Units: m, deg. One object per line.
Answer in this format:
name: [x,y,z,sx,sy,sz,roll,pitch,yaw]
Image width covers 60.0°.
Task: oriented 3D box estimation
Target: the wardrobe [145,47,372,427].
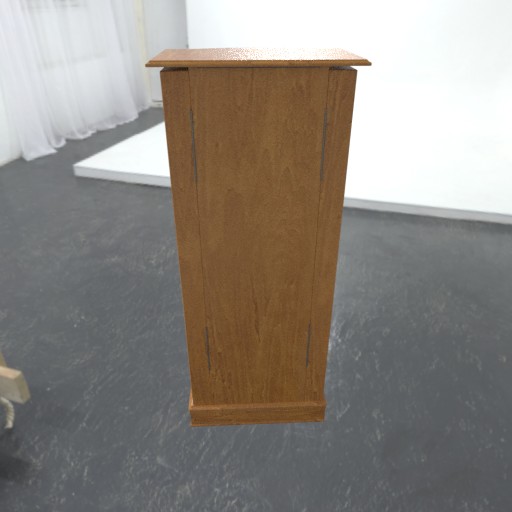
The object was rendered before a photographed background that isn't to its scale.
wardrobe: [0.000,0.000,1.146,0.406,0.959,0.273,-1,30,-2]
